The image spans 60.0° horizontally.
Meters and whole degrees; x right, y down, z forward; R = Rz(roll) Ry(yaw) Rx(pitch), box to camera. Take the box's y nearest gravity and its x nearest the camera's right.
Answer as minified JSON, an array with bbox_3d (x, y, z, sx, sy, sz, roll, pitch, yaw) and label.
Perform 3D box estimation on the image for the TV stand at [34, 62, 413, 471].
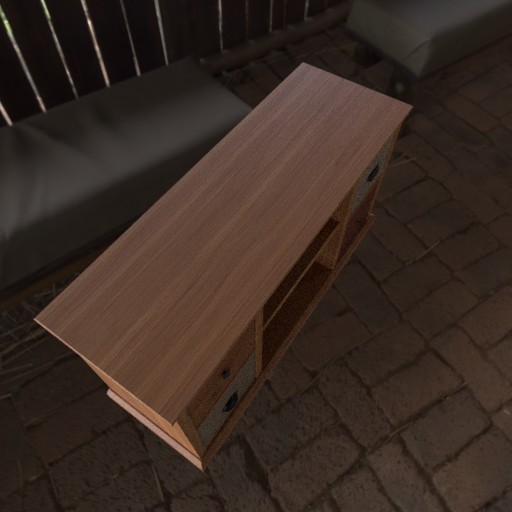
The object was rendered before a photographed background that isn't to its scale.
[{"bbox_3d":[0.000,0.000,1.456,0.417,0.607,1.181,30,62,18],"label":"TV stand"}]
